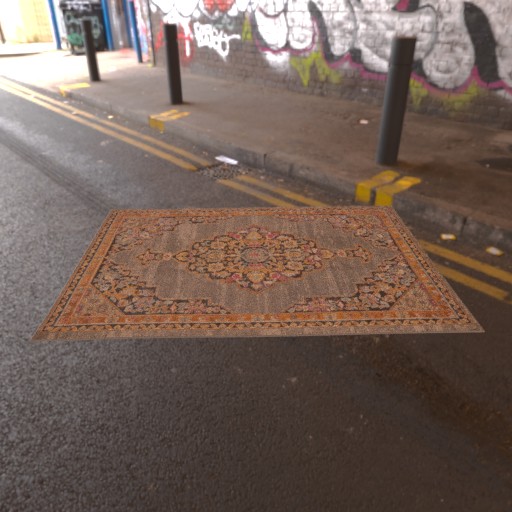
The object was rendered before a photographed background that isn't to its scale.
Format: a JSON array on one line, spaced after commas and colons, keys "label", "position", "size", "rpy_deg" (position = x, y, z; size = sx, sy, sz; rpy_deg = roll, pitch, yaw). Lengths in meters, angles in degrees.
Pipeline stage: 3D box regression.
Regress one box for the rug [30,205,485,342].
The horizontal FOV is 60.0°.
[{"label": "rug", "position": [0.000, 0.000, 3.694], "size": [2.901, 0.026, 2.043], "rpy_deg": [-1, 30, -2]}]
